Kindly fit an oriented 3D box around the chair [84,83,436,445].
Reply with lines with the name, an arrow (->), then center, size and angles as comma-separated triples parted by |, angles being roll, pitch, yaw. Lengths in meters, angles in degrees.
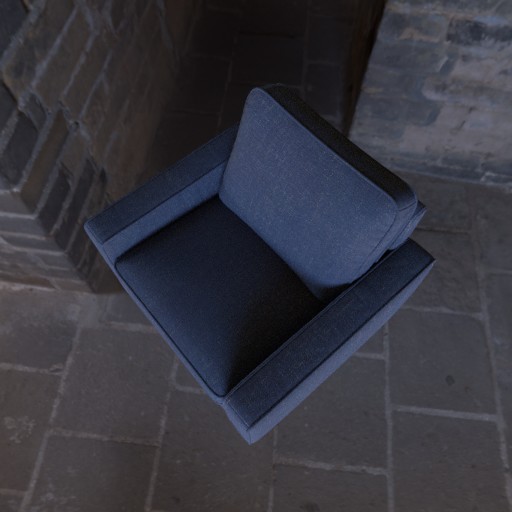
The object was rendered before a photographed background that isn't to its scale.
chair -> 0.000, 0.000, 1.758 | 0.940, 0.919, 1.017 | -38, 69, -17
